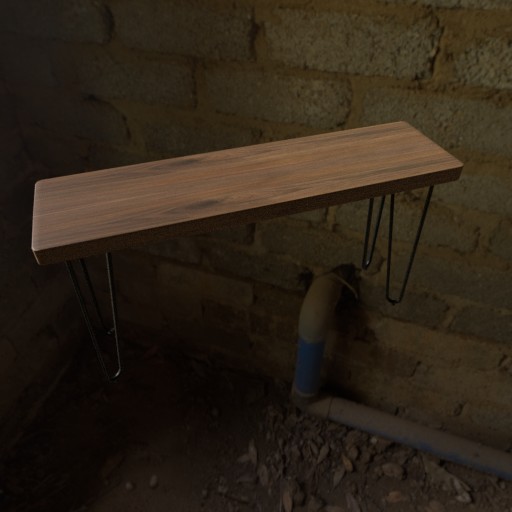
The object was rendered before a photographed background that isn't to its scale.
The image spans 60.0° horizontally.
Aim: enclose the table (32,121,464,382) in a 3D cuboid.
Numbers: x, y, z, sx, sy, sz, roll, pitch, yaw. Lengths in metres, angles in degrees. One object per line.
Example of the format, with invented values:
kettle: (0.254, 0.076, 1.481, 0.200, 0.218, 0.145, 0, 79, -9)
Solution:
table: (0.000, 0.000, 1.943, 1.570, 0.834, 0.425, -13, 43, -14)
